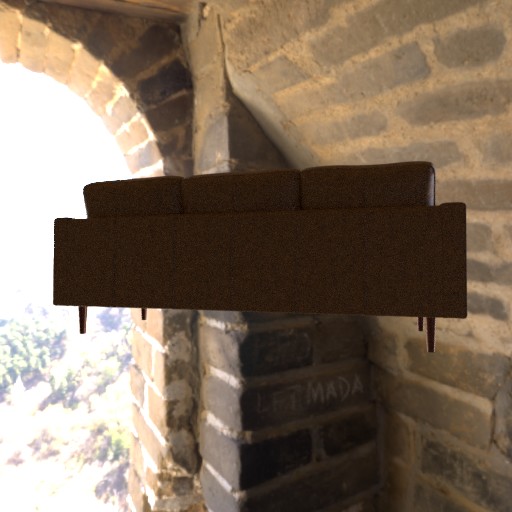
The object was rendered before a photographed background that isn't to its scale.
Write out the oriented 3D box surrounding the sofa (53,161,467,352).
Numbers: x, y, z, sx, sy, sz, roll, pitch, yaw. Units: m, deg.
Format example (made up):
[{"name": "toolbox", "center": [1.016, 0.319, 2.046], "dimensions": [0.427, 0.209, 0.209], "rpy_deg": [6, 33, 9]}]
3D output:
[{"name": "sofa", "center": [0.000, 0.000, 2.721], "dimensions": [2.231, 0.930, 0.903], "rpy_deg": [0, -1, 17]}]
